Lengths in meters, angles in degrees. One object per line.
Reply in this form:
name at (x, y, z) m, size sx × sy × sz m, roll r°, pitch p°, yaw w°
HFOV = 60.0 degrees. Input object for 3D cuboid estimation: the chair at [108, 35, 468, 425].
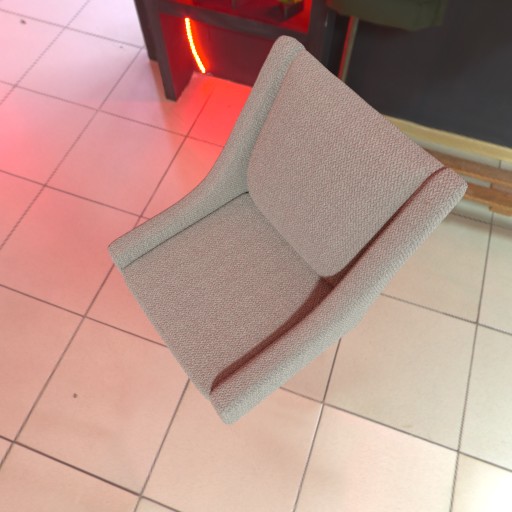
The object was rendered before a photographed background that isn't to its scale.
chair at (0.000, 0.000, 1.610) m, size 0.870 × 1.014 × 0.774 m, roll -34°, pitch 68°, yaw -16°
